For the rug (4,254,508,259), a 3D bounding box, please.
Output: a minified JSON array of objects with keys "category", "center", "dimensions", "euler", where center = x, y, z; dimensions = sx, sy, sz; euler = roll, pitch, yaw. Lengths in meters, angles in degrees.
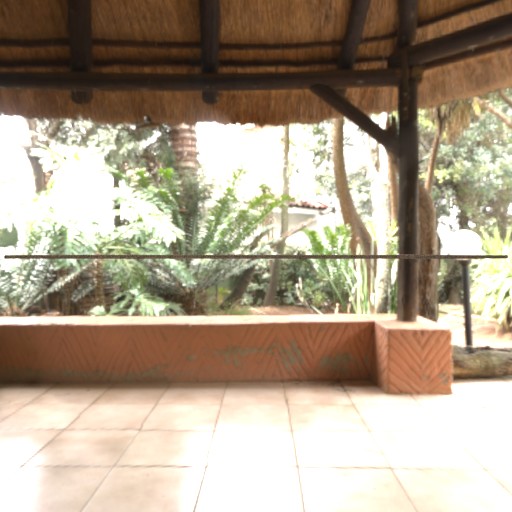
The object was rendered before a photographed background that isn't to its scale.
[{"category":"rug","center":[0.000,0.000,2.207],"dimensions":[1.832,0.016,1.224],"euler":[0,0,0]}]
